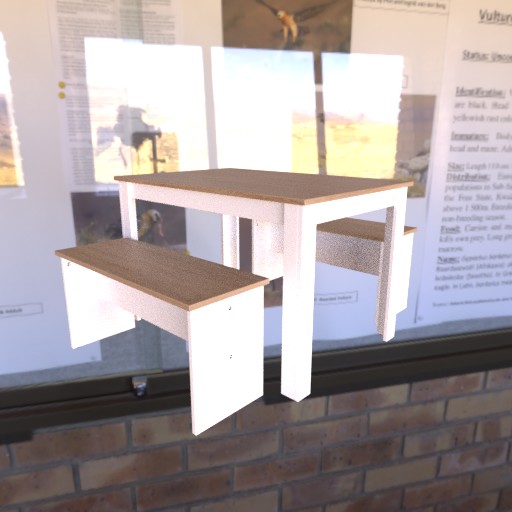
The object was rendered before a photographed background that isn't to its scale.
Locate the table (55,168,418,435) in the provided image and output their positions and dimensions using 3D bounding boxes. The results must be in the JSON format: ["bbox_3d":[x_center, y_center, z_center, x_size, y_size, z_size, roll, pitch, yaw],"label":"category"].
[{"bbox_3d":[0.000,0.000,2.022,1.100,0.700,1.443,14,21,42],"label":"table"}]
